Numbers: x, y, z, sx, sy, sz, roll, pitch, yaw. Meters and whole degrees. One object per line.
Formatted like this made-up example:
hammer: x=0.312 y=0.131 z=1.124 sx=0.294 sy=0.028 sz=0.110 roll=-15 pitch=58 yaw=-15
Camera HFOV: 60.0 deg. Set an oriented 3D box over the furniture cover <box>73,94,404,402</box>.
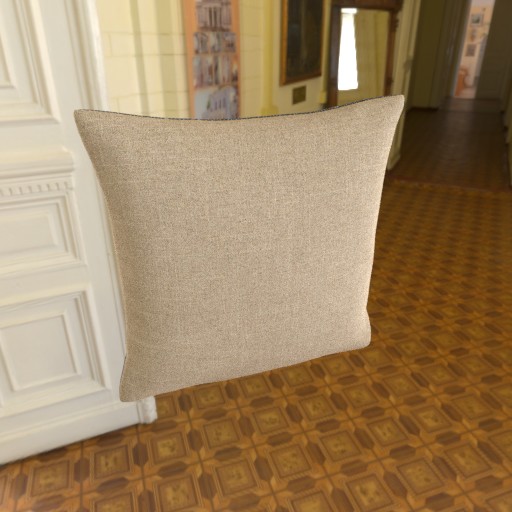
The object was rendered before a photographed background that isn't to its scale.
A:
furniture cover: x=0.000 y=0.000 z=0.754 sx=0.511 sy=0.503 sz=0.162 roll=-9 pitch=27 yaw=-17
